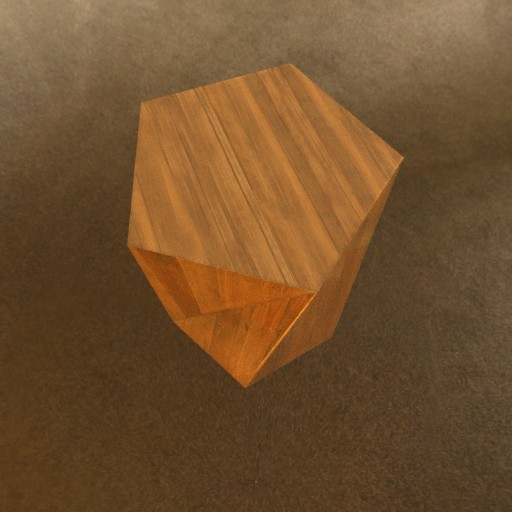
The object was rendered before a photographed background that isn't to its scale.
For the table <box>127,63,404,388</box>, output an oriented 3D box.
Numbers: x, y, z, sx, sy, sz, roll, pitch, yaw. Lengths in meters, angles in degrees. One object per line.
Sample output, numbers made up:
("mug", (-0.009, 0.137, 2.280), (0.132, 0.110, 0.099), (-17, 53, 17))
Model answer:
("table", (0.000, 0.000, 0.924), (0.441, 0.604, 0.425), (-1, 63, 0))
